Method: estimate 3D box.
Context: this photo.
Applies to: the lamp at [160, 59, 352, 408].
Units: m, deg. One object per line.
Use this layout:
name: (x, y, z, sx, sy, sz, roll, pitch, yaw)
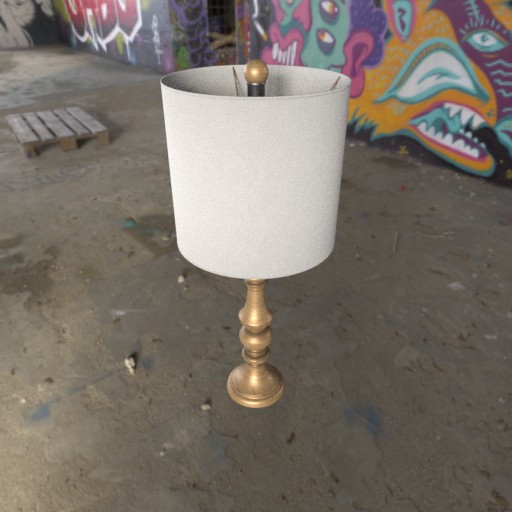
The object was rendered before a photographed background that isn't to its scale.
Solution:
lamp: (0.000, 0.000, 0.731, 0.250, 0.597, 0.250, -9, 32, -14)
